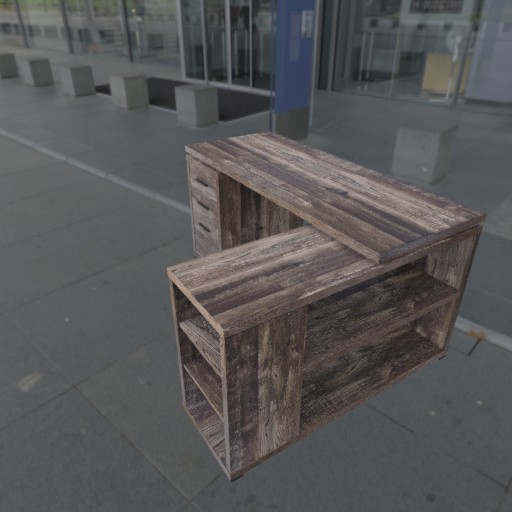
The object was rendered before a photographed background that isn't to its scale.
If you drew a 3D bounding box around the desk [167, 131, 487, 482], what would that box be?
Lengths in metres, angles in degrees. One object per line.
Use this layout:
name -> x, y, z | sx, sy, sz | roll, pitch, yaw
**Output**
desk -> 0.000, 0.000, 2.222 | 1.200, 0.753, 1.524 | -18, 34, -28
